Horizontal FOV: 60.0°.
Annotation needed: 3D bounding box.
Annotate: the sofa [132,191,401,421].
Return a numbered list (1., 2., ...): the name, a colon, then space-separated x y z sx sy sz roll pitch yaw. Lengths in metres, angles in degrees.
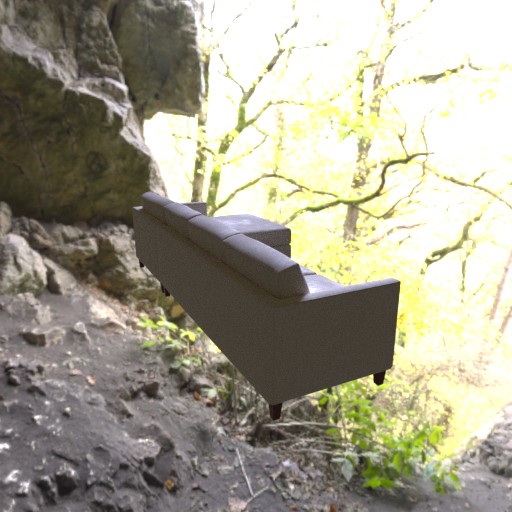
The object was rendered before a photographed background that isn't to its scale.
1. sofa: 0.000 0.000 4.257 1.599 0.954 3.471 -8 18 -26
